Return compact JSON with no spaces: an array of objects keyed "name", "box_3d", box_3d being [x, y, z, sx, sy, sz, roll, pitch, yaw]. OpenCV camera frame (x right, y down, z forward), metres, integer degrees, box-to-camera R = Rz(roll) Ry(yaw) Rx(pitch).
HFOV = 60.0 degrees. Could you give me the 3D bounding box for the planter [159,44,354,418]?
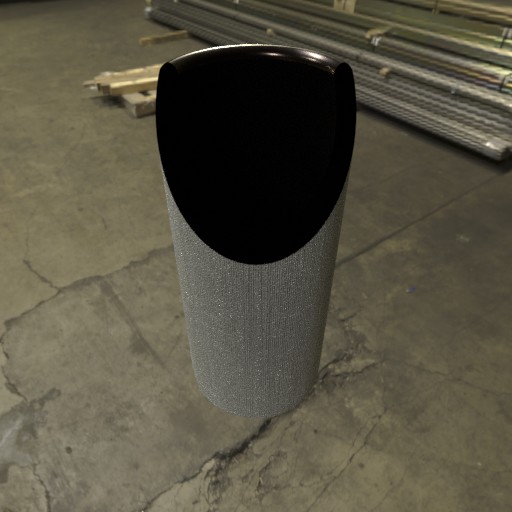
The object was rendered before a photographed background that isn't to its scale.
[{"name":"planter","box_3d":[0.000,0.000,0.128,0.045,0.103,0.045,-26,47,-27]}]
